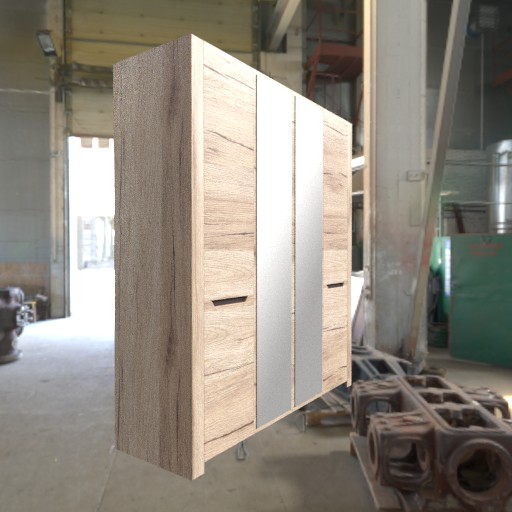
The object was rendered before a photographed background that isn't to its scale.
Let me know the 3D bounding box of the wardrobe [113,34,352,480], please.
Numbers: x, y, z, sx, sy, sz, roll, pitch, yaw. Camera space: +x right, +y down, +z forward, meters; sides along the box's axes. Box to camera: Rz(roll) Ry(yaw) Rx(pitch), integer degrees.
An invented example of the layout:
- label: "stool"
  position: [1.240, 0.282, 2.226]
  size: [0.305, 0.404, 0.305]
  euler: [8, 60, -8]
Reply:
- label: "wardrobe"
  position: [0.000, 0.000, 2.949]
  size: [0.580, 2.070, 1.810]
  euler: [1, 1, 36]
